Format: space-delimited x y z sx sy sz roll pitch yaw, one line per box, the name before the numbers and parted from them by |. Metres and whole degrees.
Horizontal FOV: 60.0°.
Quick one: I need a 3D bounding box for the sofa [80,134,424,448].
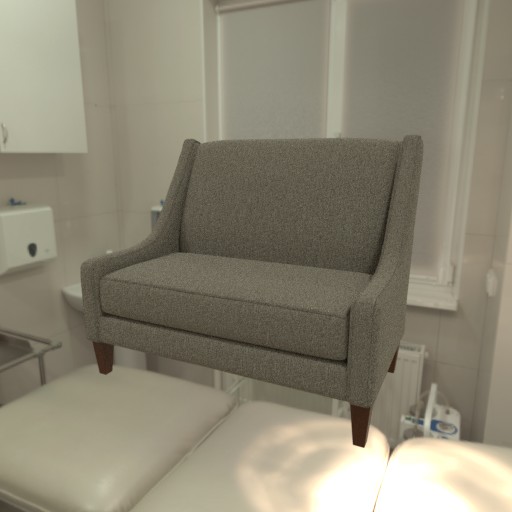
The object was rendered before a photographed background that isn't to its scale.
sofa | 0.000 0.000 1.930 1.242 1.026 0.862 6 14 25
